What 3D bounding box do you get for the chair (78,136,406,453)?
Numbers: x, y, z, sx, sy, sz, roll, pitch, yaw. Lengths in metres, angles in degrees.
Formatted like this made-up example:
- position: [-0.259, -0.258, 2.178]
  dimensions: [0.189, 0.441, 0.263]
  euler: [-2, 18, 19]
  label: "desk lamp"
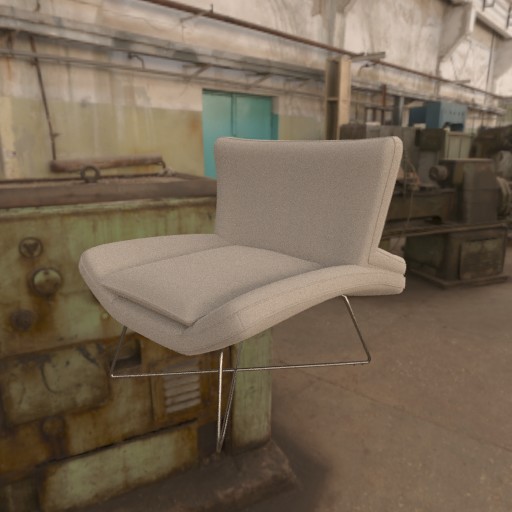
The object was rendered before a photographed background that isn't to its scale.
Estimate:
- position: [0.000, 0.000, 1.642]
  dimensions: [0.859, 0.855, 1.008]
  euler: [14, 20, 42]
  label: "chair"
